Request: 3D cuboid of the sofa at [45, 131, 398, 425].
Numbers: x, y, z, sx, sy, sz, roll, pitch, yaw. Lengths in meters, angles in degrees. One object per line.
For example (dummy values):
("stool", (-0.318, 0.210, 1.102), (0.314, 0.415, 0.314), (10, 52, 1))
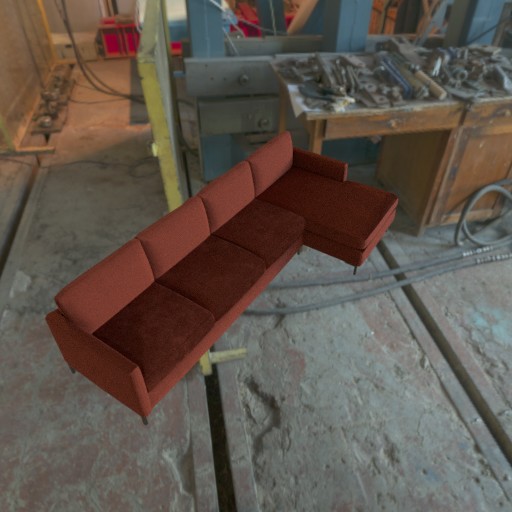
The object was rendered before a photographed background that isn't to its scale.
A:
("sofa", (0.000, 0.000, 3.573), (1.350, 0.810, 2.932), (24, 47, 25))
